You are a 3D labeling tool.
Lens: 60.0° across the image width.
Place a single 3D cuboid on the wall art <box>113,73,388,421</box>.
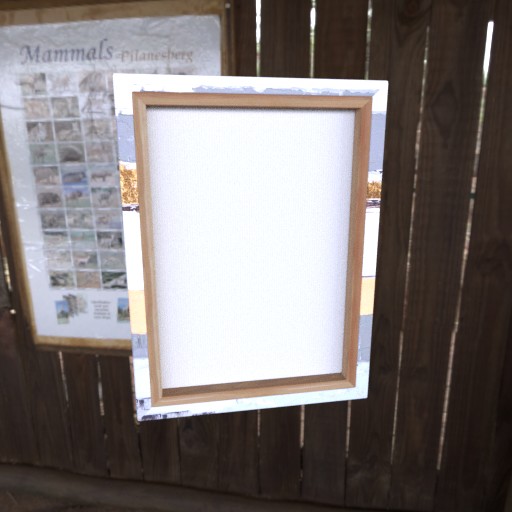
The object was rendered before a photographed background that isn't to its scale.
[{"bbox_3d":[0.000,0.000,0.811,0.456,0.609,0.038,-2,14,-10],"label":"wall art"}]
